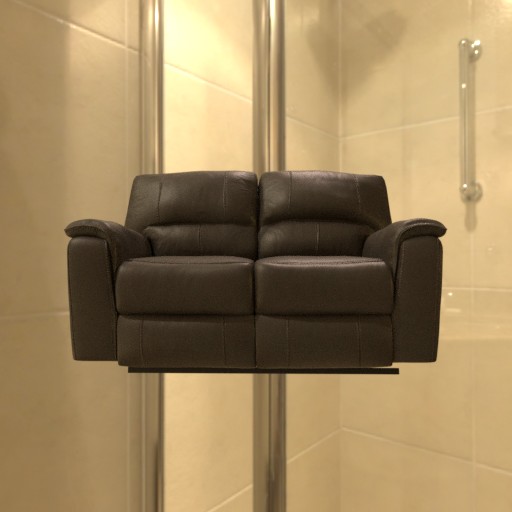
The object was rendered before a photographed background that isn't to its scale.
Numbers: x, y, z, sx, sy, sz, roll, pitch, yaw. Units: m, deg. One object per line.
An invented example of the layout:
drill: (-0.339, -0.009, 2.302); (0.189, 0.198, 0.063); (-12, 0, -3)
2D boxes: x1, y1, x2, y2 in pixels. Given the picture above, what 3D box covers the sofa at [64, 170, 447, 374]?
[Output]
sofa: (0.000, 0.000, 2.467); (1.765, 1.111, 1.104); (0, 0, 1)
